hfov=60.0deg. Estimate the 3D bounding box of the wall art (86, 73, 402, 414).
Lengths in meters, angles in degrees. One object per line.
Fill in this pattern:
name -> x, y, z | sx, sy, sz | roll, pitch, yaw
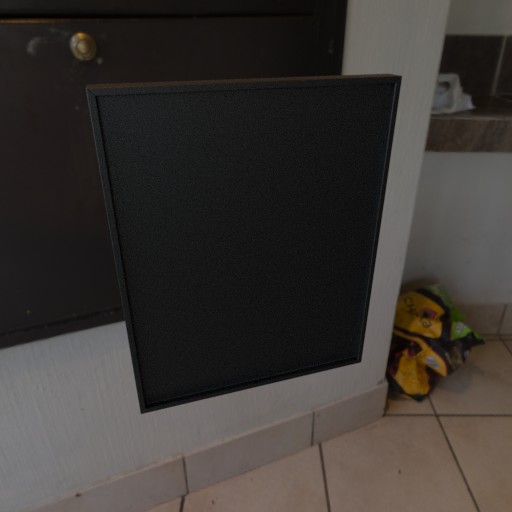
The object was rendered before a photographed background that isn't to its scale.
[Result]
wall art -> 0.000, 0.000, 0.748 | 0.449, 0.555, 0.039 | -9, 29, -16
